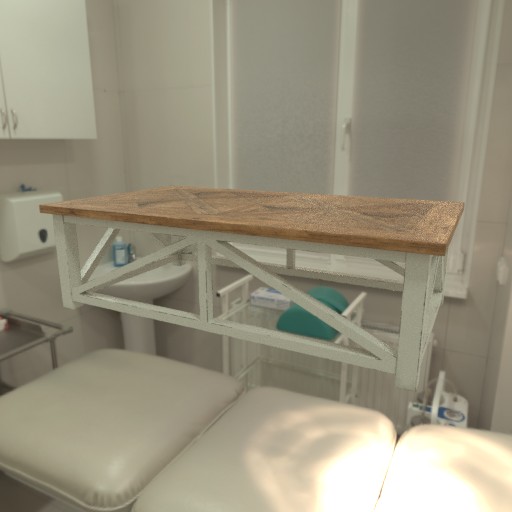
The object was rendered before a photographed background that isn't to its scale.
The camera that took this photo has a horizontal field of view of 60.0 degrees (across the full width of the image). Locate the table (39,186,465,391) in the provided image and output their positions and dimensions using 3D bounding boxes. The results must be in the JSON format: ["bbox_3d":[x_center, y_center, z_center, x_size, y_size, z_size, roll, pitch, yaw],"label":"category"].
[{"bbox_3d":[0.000,0.000,1.729,1.400,0.410,0.800,7,16,26],"label":"table"}]
